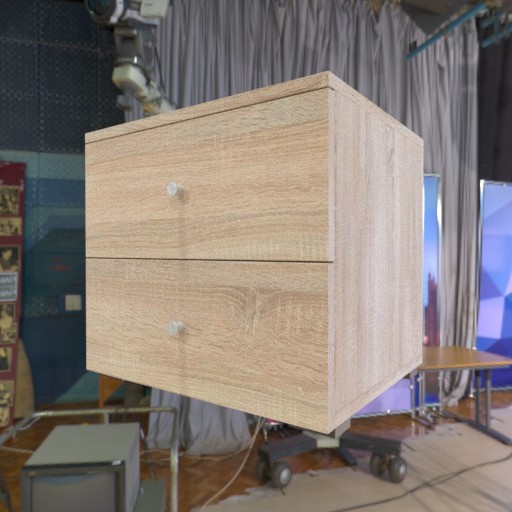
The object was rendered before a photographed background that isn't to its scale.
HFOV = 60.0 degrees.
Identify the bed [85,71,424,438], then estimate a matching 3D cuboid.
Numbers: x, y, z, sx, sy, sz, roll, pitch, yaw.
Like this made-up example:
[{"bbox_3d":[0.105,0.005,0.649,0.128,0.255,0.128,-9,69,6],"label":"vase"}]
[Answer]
[{"bbox_3d":[0.000,0.000,0.776,0.460,0.420,0.401,1,1,36],"label":"bed"}]
